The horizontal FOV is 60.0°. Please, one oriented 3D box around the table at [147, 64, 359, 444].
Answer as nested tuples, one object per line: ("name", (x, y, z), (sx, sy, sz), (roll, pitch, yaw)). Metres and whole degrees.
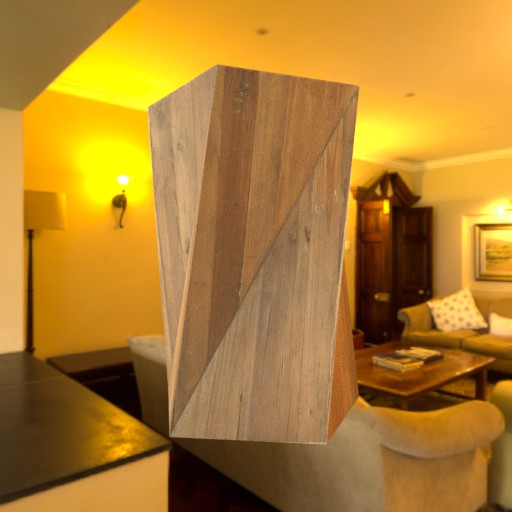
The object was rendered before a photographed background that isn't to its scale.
("table", (0.000, 0.000, 0.908), (0.441, 0.604, 0.425), (0, 0, 0))
